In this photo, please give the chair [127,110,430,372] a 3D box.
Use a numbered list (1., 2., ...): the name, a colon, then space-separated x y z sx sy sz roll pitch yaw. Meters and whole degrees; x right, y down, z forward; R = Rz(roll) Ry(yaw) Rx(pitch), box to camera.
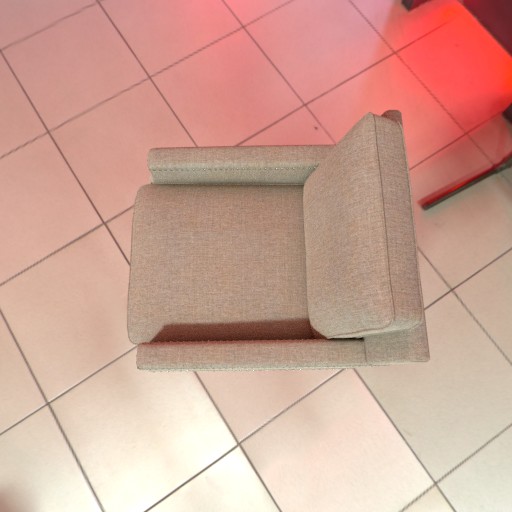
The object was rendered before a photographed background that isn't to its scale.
1. chair: 0.000 0.000 1.721 1.014 0.943 0.853 -1 74 0
